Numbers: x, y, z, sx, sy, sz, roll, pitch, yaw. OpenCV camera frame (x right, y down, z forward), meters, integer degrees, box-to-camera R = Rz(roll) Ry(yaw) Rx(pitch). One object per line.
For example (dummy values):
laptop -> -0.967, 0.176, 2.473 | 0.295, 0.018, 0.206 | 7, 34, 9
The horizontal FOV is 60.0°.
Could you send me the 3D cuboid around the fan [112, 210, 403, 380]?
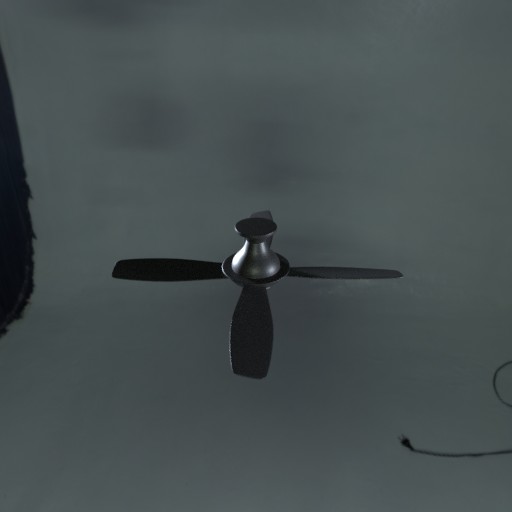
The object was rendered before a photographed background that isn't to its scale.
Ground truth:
fan -> 0.000, 0.000, 2.552 | 1.694, 0.382, 1.694 | 1, 30, 2
